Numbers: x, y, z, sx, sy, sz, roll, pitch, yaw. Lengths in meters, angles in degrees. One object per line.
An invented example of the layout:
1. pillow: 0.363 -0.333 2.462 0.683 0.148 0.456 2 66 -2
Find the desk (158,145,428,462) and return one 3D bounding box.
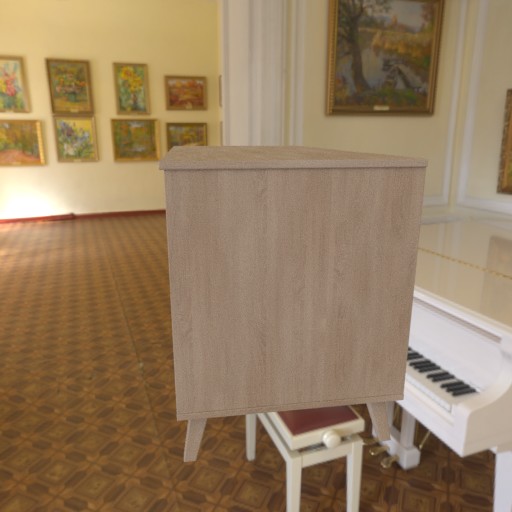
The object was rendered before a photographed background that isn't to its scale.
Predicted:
1. desk: 0.000 0.000 1.658 0.600 0.770 1.251 -2 15 -8
